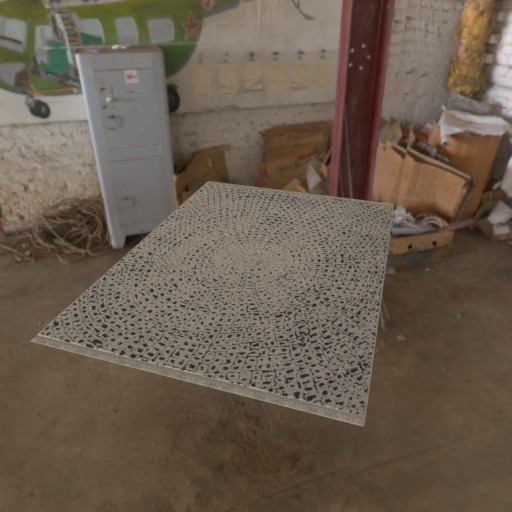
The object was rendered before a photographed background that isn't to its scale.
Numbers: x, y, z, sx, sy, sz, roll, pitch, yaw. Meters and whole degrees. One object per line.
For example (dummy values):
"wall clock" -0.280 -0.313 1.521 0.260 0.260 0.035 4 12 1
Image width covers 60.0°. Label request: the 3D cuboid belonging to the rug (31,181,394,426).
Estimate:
"rug" 0.000 0.000 2.113 1.190 0.003 1.634 9 32 15
